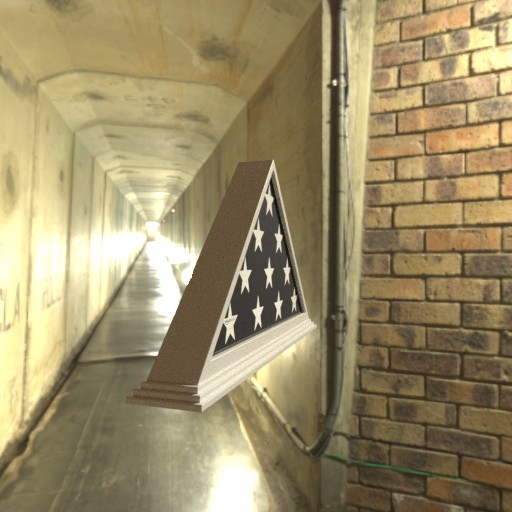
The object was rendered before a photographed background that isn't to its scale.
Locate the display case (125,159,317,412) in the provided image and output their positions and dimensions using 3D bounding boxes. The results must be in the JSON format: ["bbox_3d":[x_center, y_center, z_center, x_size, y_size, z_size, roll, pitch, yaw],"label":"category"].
[{"bbox_3d":[0.000,0.000,0.790,0.095,0.340,0.640,0,-1,19],"label":"display case"}]
